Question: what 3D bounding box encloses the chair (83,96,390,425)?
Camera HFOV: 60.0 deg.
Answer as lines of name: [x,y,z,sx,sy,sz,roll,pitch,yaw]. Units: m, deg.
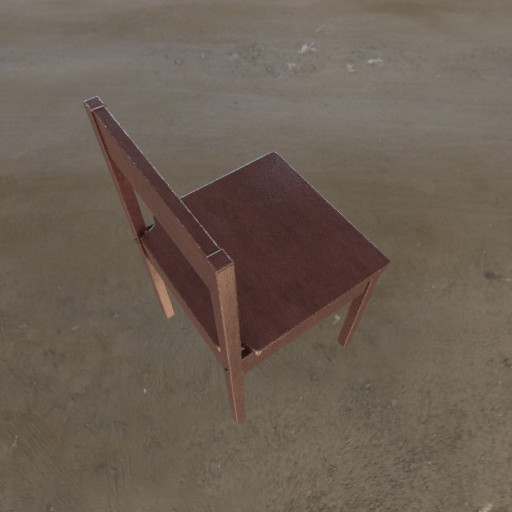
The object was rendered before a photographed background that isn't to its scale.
chair: [0.000,0.000,0.887,0.361,0.668,0.367,-31,61,-19]
